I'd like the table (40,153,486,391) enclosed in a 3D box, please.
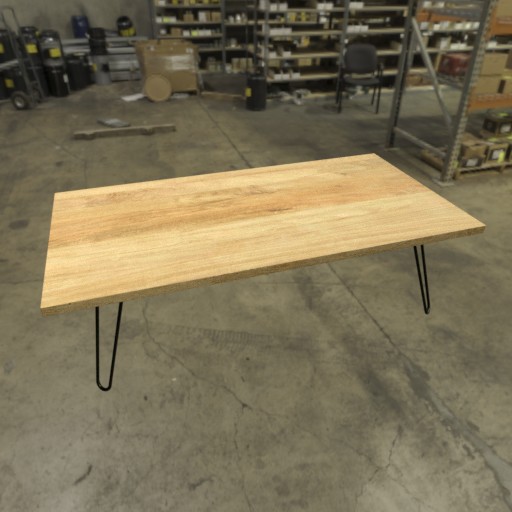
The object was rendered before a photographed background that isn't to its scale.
[{"bbox_3d":[0.000,0.000,1.654,1.348,0.400,0.699,-10,35,-15],"label":"table"}]
